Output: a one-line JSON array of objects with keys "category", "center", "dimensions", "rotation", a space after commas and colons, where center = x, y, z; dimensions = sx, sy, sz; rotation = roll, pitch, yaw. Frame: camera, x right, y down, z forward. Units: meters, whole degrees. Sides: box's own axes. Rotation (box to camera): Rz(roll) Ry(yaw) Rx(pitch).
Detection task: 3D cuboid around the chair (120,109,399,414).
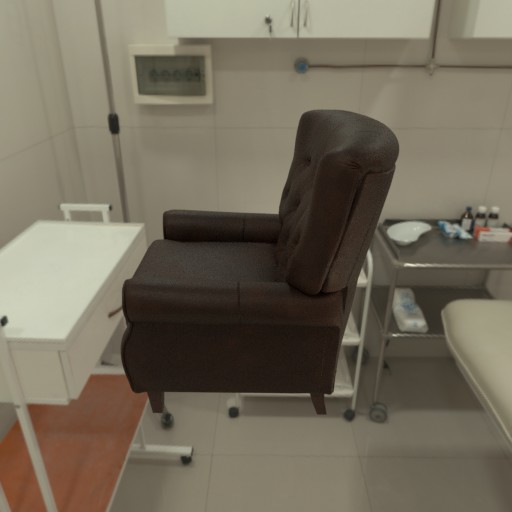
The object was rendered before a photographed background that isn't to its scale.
[{"category": "chair", "center": [0.000, 0.000, 1.920], "dimensions": [1.058, 1.158, 0.948], "rotation": [0, 26, 1]}]
